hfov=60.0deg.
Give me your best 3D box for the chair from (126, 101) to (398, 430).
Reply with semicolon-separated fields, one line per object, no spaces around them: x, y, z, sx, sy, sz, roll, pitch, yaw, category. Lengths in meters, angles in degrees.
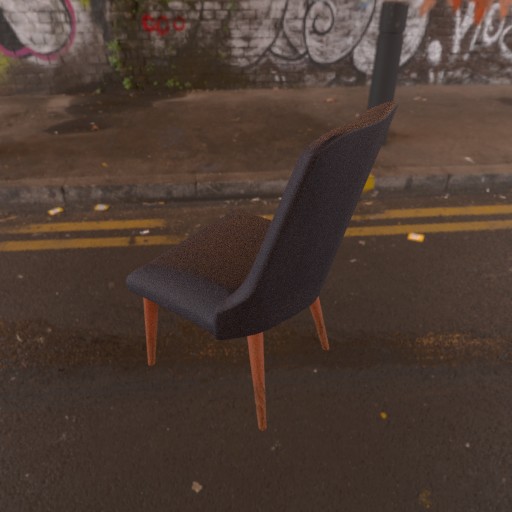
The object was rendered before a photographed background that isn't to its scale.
0.000;0.000;1.169;0.567;0.820;0.504;21;39;29;chair
